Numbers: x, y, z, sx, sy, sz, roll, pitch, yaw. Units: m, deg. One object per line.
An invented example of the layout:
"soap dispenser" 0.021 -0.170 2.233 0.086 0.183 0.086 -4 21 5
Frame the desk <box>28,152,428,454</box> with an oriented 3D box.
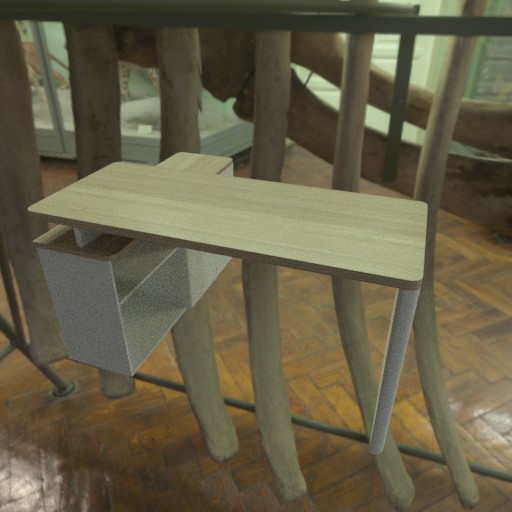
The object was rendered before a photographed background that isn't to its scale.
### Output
"desk" 0.000 0.000 2.095 1.400 0.770 1.175 10 32 17
